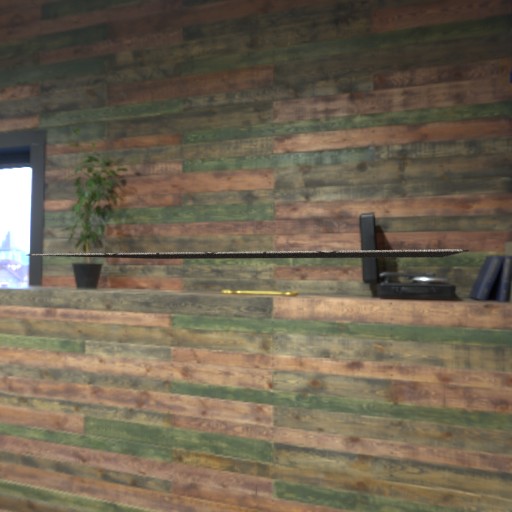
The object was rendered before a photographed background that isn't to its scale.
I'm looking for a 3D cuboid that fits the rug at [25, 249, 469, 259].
[{"bbox_3d":[0.000,0.000,3.022,2.465,0.008,1.526,0,-1,19],"label":"rug"}]
